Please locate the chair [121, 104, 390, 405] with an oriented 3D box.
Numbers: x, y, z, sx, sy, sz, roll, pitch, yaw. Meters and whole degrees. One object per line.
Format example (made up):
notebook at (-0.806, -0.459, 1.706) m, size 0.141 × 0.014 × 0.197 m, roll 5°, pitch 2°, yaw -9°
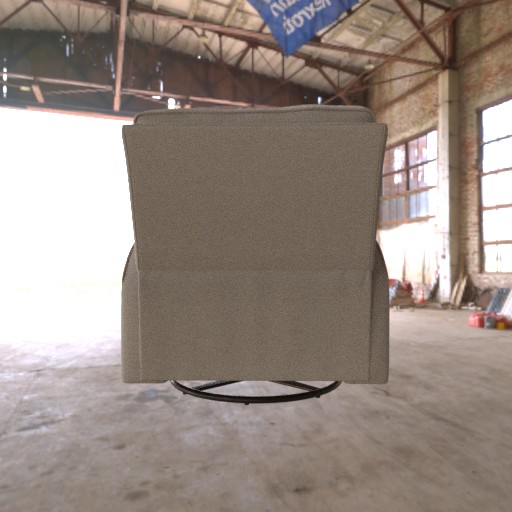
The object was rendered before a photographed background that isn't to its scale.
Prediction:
chair at (0.000, 0.000, 1.697) m, size 0.861 × 0.964 × 0.969 m, roll 0°, pitch -1°, yaw 1°
